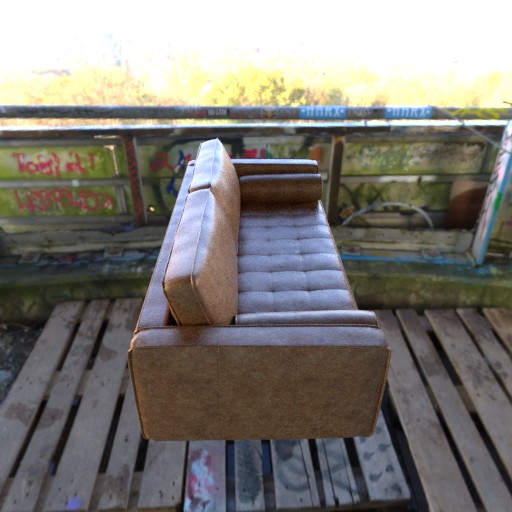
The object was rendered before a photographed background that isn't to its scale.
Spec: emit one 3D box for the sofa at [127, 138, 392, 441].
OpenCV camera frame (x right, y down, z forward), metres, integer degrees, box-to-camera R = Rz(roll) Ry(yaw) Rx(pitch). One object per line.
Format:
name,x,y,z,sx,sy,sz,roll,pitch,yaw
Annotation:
sofa,0.000,0.000,2.398,0.924,0.825,1.920,-1,32,-1
